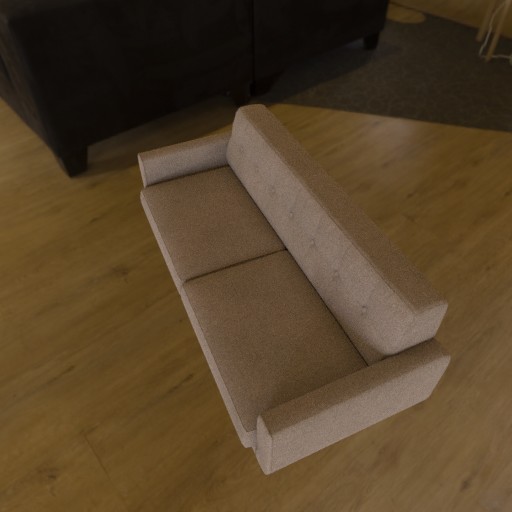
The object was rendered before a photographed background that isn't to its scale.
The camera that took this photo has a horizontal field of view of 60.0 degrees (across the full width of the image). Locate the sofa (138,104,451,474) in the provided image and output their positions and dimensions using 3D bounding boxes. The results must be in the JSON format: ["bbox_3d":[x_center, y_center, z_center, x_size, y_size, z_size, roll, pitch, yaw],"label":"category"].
[{"bbox_3d":[0.000,0.000,2.473,0.909,0.841,2.029,-18,49,-16],"label":"sofa"}]
